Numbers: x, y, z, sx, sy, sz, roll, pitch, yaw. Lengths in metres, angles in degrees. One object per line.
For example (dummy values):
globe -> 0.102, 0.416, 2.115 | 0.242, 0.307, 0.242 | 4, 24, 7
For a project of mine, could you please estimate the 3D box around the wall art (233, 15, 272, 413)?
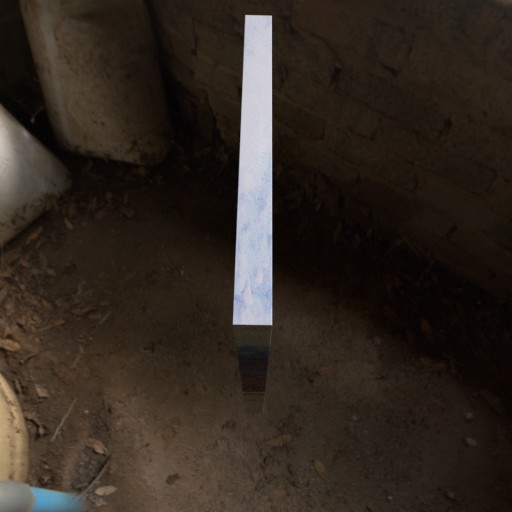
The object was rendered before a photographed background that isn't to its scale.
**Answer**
wall art -> 0.000, 0.000, 0.760 | 0.036, 0.581, 0.437 | 1, 63, 0
